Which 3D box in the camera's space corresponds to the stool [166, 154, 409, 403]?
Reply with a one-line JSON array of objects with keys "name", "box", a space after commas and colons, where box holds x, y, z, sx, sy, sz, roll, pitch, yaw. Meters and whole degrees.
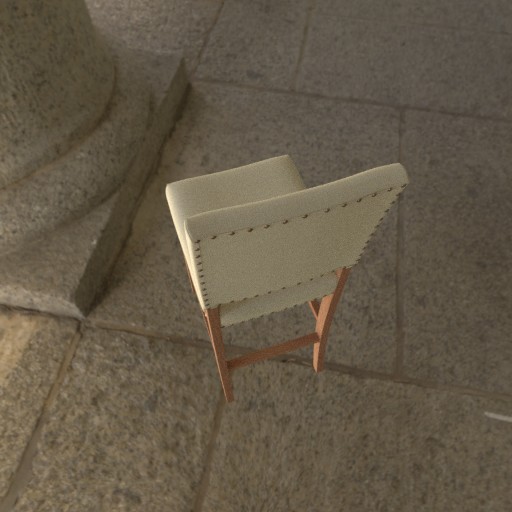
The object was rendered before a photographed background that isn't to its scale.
[{"name": "stool", "box": [0.000, 0.000, 1.430, 0.445, 1.168, 0.584, -16, 59, -10]}]
